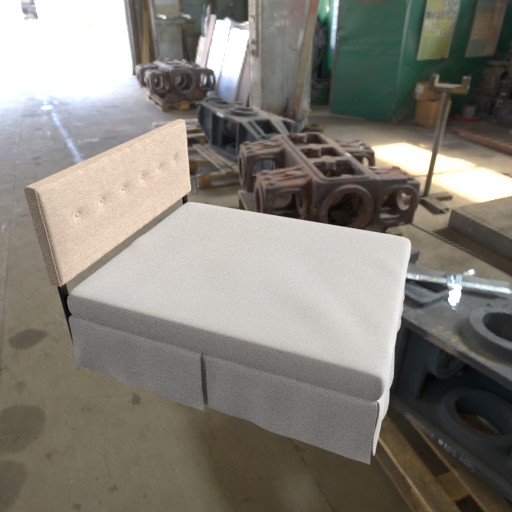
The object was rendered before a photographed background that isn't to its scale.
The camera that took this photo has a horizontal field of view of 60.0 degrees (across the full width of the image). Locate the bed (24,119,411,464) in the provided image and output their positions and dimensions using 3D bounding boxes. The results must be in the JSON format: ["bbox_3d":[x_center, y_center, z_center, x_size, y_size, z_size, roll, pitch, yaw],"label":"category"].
[{"bbox_3d":[0.000,0.000,2.931,1.978,1.270,1.643,11,32,18],"label":"bed"}]
